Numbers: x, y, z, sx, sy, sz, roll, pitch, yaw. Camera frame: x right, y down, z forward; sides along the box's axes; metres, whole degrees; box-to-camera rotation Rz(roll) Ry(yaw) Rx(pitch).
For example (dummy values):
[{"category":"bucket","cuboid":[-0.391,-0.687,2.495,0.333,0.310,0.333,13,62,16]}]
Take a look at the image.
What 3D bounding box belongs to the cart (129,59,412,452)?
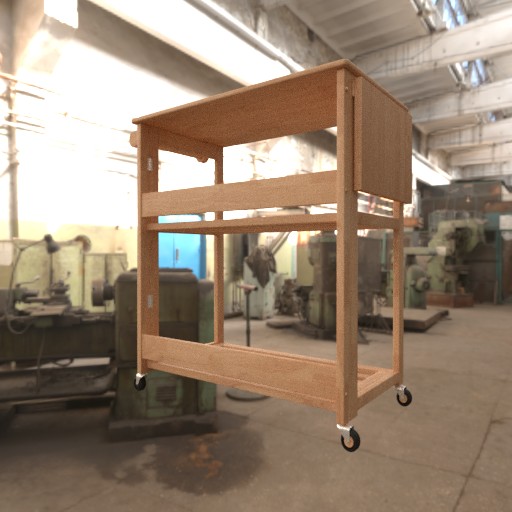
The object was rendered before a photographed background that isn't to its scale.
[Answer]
[{"category":"cart","cuboid":[0.000,0.000,1.393,0.853,0.879,0.432,0,0,37]}]
